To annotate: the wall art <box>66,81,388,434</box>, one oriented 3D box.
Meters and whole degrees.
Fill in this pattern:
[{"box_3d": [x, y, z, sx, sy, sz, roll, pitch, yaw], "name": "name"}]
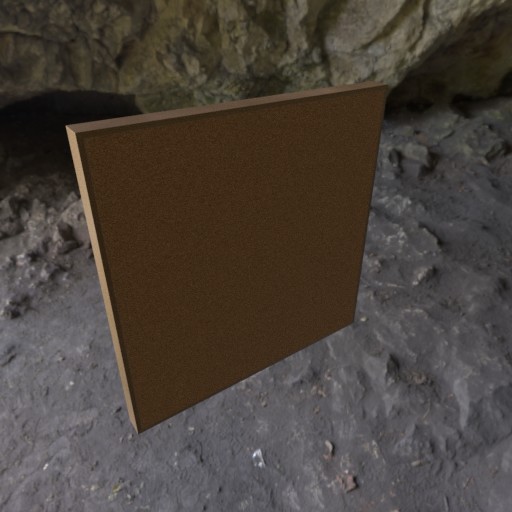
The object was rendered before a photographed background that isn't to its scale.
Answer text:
[{"box_3d": [0.000, 0.000, 0.758, 0.513, 0.511, 0.038, -20, 36, -29], "name": "wall art"}]
